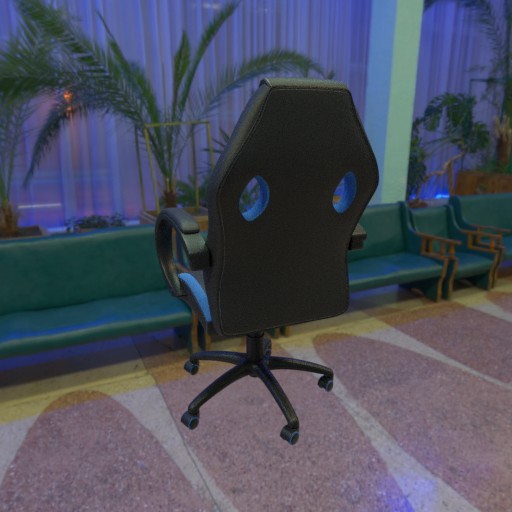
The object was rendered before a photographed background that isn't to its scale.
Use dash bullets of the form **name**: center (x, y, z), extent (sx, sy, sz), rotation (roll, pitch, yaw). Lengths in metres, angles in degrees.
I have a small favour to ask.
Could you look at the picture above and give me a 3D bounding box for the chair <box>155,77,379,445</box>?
- **chair**: center (0.000, 0.000, 1.664), extent (0.673, 1.187, 0.724), rotation (-7, 17, -23)
